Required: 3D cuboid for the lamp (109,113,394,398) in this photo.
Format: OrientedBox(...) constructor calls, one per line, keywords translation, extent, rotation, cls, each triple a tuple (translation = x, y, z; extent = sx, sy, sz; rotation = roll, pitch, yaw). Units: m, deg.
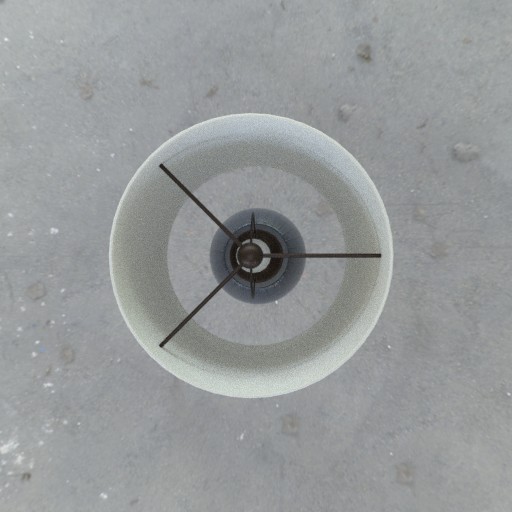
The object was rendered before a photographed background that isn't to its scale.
OrientedBox(translation=(0.000, 0.000, 0.780), extent=(0.329, 0.570, 0.329), rotation=(0, 90, 1), cls="lamp")
